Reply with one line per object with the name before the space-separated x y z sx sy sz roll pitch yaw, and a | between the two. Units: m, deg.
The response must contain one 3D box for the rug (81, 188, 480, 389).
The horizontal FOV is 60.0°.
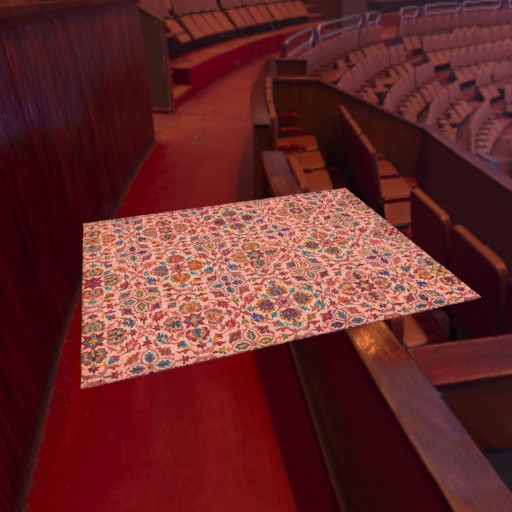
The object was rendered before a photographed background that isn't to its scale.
rug | 0.000 0.000 4.318 3.215 0.020 2.446 -10 33 -15
